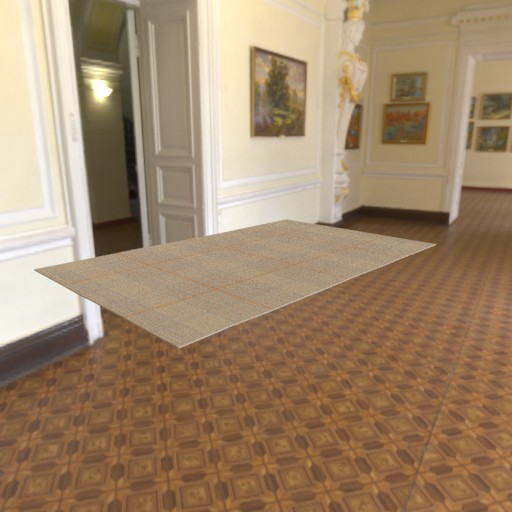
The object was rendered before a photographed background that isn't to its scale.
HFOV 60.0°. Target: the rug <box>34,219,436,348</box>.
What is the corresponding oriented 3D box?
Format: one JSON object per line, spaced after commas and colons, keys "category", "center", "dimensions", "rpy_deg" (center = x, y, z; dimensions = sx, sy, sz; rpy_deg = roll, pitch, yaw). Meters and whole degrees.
{"category": "rug", "center": [0.000, 0.000, 3.116], "dimensions": [1.527, 0.016, 2.442], "rpy_deg": [14, 21, 43]}
